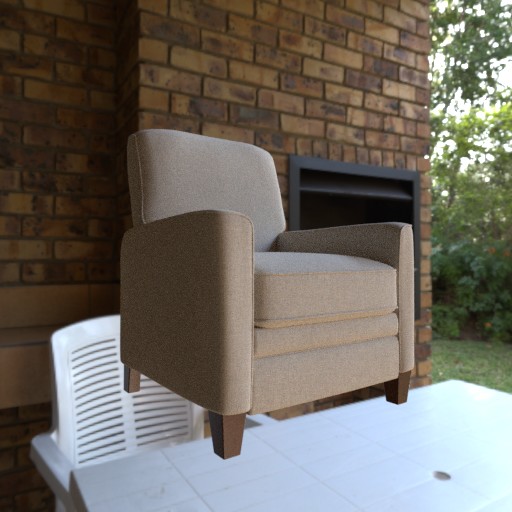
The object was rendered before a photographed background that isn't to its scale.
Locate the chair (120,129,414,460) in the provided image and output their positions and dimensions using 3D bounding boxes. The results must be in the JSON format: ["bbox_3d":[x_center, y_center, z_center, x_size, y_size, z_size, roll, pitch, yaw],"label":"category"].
[{"bbox_3d":[0.000,0.000,1.632,0.845,1.023,0.859,0,0,-36],"label":"chair"}]
